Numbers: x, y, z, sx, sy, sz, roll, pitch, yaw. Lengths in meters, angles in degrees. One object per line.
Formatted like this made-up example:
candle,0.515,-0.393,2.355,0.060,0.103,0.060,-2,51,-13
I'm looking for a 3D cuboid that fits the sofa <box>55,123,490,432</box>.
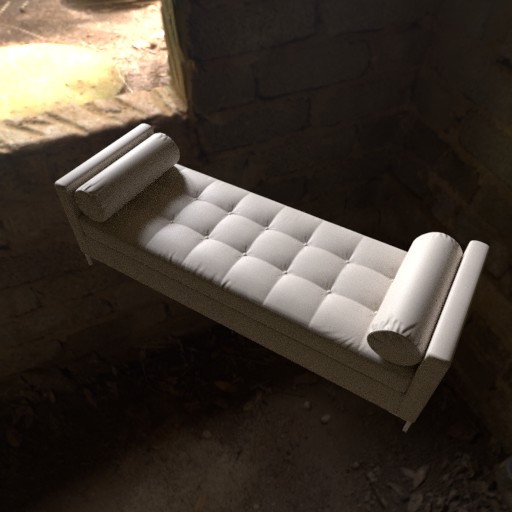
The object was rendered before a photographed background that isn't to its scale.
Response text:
sofa,0.000,0.000,2.295,1.981,0.635,0.686,24,51,21
